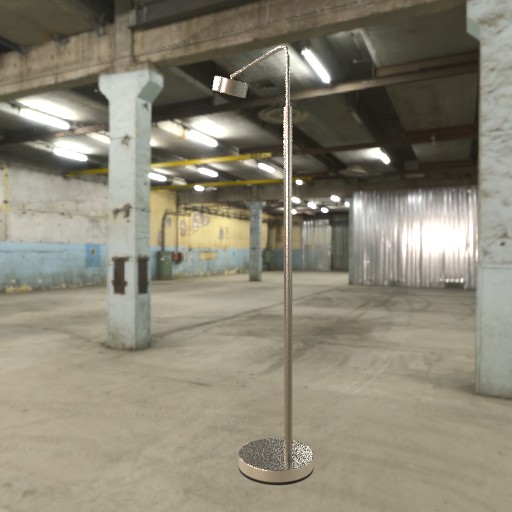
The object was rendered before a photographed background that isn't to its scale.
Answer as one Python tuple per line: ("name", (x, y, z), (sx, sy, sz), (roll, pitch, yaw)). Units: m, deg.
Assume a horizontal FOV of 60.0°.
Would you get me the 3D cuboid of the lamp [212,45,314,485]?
("lamp", (0.000, 0.000, 1.400), (0.222, 1.250, 0.421), (0, -1, -36))
